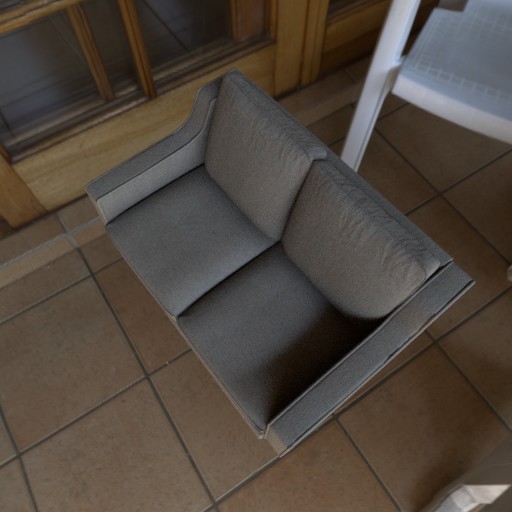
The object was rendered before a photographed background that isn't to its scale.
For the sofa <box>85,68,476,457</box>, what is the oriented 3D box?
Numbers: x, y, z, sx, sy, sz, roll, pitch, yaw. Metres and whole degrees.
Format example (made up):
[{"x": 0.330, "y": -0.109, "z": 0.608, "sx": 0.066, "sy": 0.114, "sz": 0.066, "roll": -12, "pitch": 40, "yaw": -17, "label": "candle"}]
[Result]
[{"x": 0.000, "y": 0.000, "z": 2.125, "sx": 0.985, "sy": 0.981, "sz": 1.503, "roll": -36, "pitch": 69, "yaw": -16, "label": "sofa"}]
